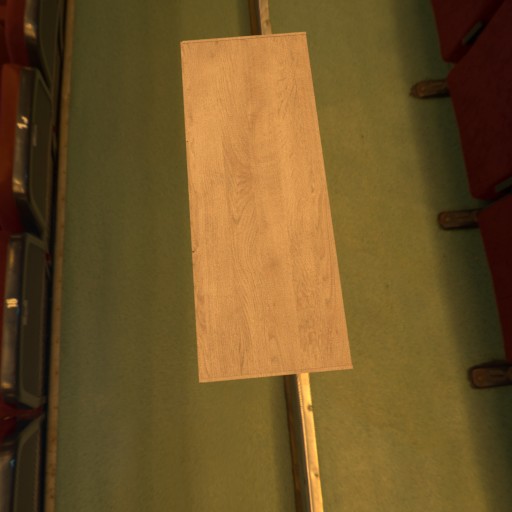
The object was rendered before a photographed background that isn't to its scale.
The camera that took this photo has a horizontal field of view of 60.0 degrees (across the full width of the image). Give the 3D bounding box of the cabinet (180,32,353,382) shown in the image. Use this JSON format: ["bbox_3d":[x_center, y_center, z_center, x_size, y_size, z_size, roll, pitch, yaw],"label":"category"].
[{"bbox_3d":[0.000,0.000,2.503,0.510,1.910,1.290,-5,76,-1],"label":"cabinet"}]
